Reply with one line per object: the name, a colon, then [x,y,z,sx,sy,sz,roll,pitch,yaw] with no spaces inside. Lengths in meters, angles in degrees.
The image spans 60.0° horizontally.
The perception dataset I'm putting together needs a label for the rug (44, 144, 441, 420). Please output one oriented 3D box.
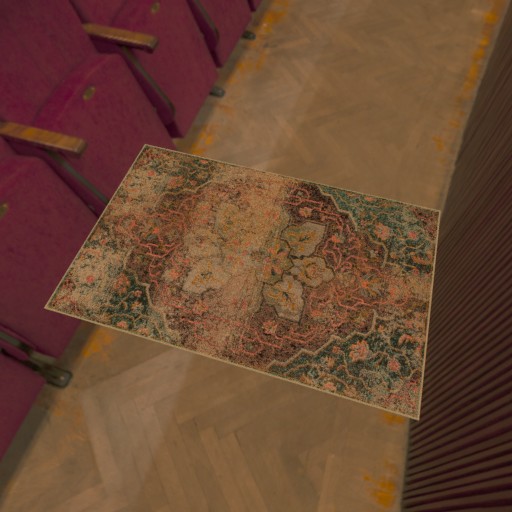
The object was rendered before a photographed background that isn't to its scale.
rug: [0.000,0.000,3.007,2.363,0.004,1.566,15,59,9]
